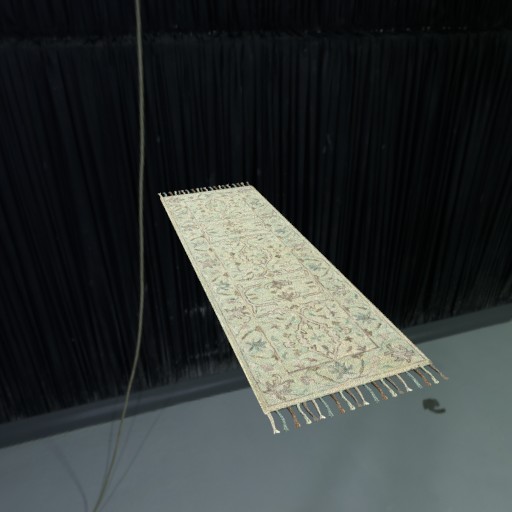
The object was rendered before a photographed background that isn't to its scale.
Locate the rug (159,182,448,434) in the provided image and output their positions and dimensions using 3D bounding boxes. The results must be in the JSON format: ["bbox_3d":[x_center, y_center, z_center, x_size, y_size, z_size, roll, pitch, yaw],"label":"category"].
[{"bbox_3d":[0.000,0.000,2.671,0.769,0.013,2.440,-10,31,-18],"label":"rug"}]
